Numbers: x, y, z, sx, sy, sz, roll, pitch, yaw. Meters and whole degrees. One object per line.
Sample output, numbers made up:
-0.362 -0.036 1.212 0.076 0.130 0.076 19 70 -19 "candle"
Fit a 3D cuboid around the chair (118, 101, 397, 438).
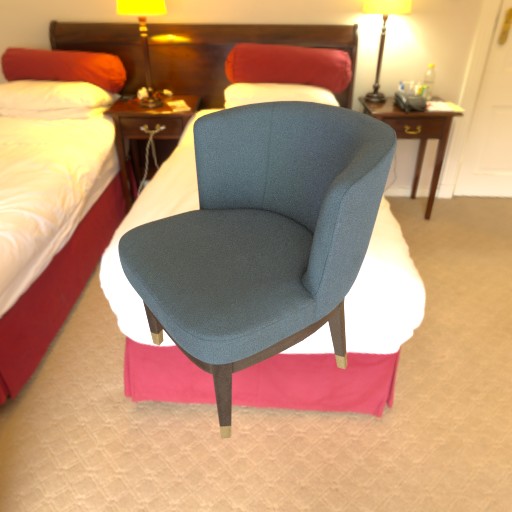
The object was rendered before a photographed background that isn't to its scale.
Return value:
0.000 0.000 1.319 0.702 0.760 0.661 -20 38 -29 "chair"
